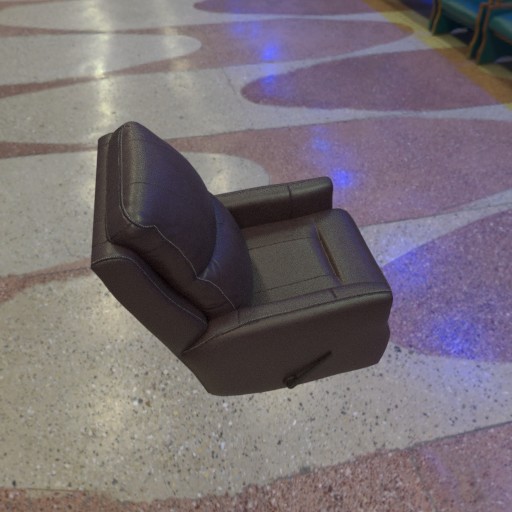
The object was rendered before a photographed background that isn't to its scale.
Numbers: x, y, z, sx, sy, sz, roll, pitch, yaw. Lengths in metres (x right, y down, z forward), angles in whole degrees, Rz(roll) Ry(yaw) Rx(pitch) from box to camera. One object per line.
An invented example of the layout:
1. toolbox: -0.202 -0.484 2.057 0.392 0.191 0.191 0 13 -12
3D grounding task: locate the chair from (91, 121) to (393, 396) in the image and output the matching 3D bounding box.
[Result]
1. chair: 0.000 0.000 1.812 1.080 1.030 0.829 -9 47 -8
